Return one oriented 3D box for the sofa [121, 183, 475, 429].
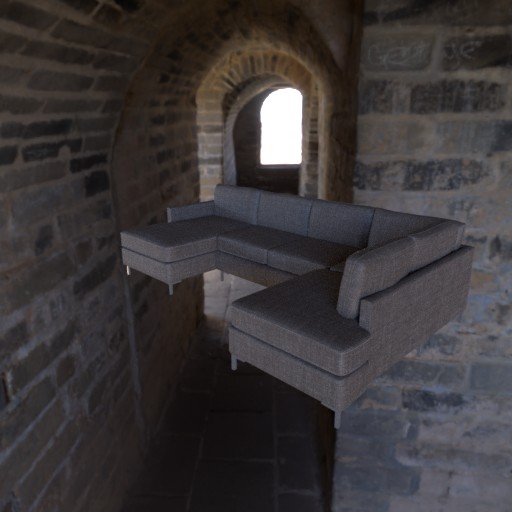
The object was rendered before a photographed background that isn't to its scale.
[{"bbox_3d":[0.000,0.000,4.345,3.423,0.999,2.048,17,24,42],"label":"sofa"}]
